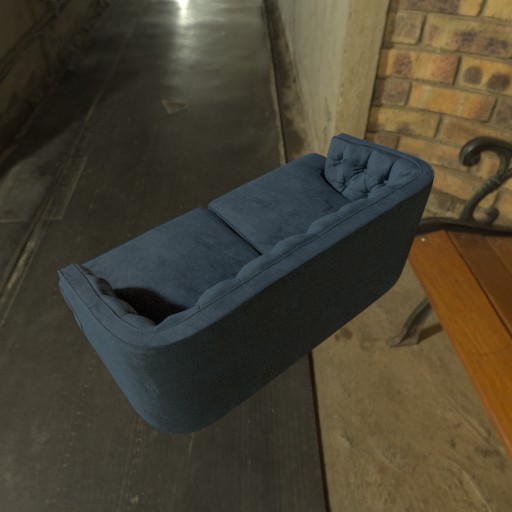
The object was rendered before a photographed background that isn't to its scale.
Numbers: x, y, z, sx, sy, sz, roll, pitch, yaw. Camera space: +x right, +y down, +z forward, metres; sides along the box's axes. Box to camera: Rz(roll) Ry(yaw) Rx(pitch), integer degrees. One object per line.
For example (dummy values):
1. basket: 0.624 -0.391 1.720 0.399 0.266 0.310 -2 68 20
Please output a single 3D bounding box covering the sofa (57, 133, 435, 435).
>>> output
1. sofa: 0.000 0.000 2.257 1.733 0.854 0.941 -30 53 -26
